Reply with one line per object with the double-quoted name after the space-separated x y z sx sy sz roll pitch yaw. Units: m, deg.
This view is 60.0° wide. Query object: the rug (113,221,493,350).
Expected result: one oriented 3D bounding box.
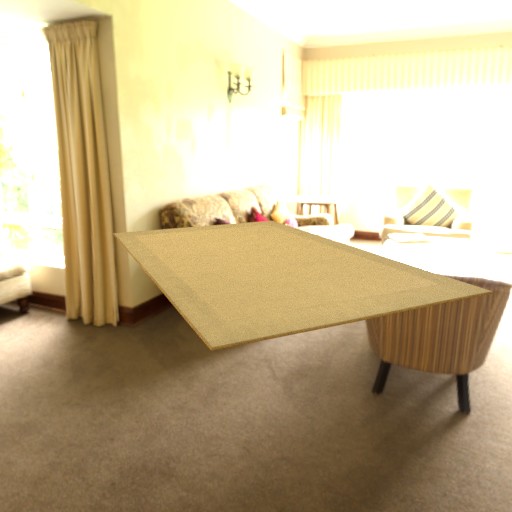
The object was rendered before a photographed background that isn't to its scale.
0.000 0.000 3.011 1.524 0.014 2.438 -7 15 -25 "rug"
